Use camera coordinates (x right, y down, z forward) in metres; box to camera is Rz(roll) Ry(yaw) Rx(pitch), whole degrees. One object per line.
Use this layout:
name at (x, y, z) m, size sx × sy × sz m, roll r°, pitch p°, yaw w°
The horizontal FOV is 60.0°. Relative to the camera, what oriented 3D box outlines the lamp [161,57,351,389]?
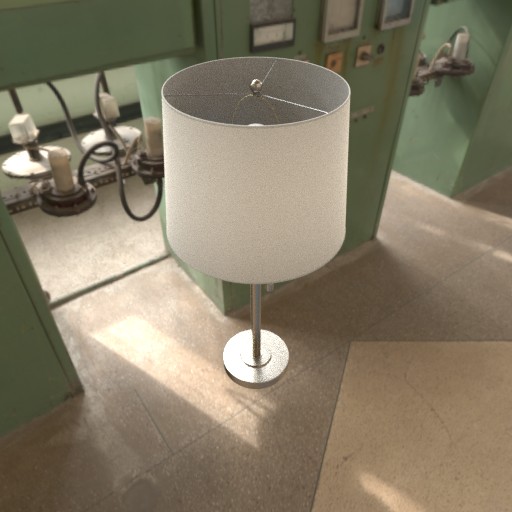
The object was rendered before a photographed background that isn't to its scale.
lamp at (0.000, 0.000, 0.888) m, size 0.333 × 0.696 × 0.333 m, roll 0°, pitch 41°, yaw 0°
